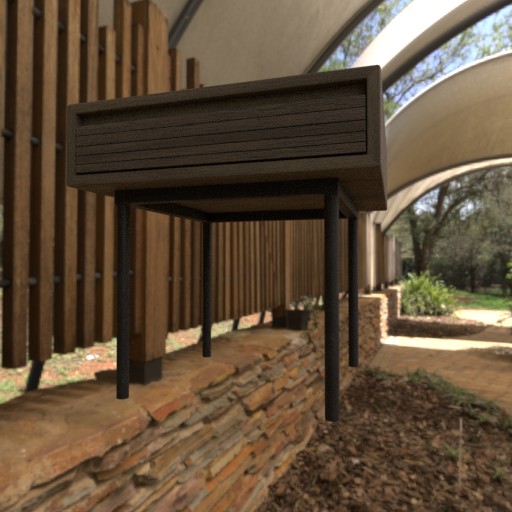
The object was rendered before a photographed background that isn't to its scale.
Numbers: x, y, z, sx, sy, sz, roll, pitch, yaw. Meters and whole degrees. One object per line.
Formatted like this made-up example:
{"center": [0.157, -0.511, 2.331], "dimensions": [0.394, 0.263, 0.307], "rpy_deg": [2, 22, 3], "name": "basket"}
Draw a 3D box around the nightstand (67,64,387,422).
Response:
{"center": [0.000, 0.000, 0.894], "dimensions": [0.502, 0.497, 0.503], "rpy_deg": [0, -1, 17], "name": "nightstand"}
